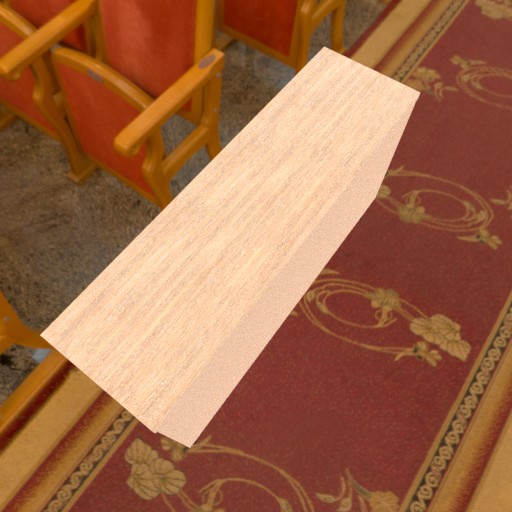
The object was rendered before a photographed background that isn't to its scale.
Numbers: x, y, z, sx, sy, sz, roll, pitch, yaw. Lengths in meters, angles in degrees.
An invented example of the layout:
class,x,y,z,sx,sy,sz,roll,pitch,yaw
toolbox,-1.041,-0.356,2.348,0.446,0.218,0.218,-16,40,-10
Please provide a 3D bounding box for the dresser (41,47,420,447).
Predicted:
class,x,y,z,sx,sy,sz,roll,pitch,yaw
dresser,0.000,0.000,1.906,0.457,0.914,1.524,33,68,16
